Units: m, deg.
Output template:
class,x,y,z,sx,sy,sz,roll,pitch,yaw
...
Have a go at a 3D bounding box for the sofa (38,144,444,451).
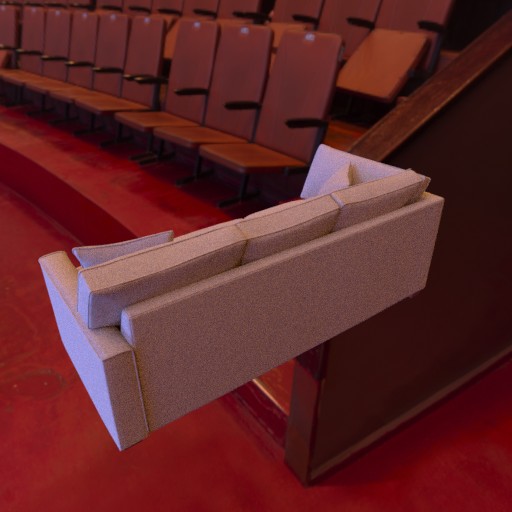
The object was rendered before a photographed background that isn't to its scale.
class,x,y,z,sx,sy,sz,roll,pitch,yaw
sofa,0.000,0.000,2.795,2.317,0.962,1.061,-20,35,-31
